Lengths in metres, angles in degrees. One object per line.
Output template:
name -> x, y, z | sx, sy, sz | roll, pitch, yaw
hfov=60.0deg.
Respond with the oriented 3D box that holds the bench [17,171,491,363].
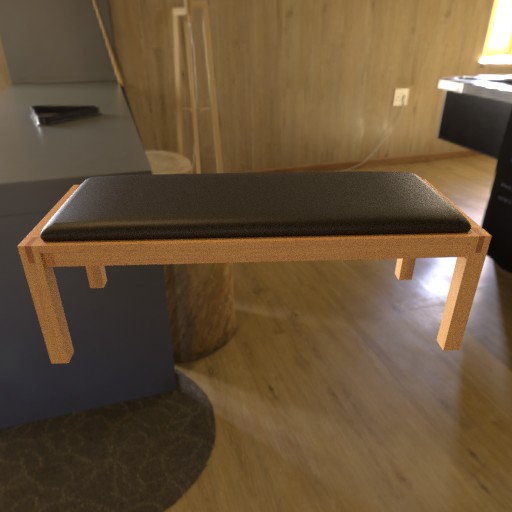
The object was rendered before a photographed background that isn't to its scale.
bench -> 0.000, 0.000, 1.396 | 1.202, 0.430, 0.450 | -1, 29, -2
